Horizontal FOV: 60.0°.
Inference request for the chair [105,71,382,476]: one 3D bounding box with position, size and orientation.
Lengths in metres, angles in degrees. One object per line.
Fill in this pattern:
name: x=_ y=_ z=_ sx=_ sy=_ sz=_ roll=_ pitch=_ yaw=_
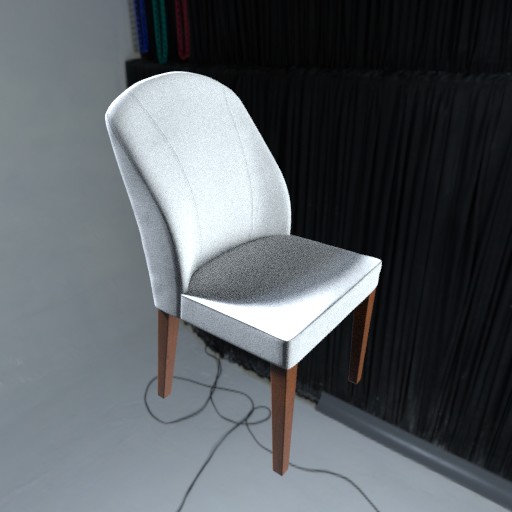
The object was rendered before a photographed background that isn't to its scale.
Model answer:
chair: x=0.000 y=0.000 z=1.183 sx=0.540 sy=0.893 sz=0.472 roll=18 pitch=31 yaw=33
